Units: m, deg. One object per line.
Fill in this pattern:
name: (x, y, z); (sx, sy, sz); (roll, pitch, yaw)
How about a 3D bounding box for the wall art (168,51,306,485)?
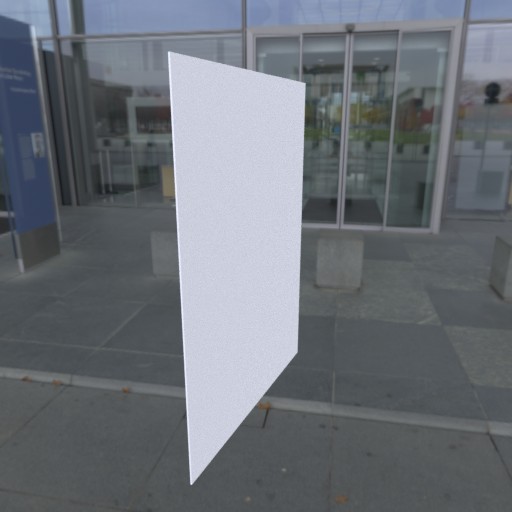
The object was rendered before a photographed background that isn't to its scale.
wall art: (0.000, 0.000, 0.790); (0.003, 0.610, 0.457); (8, 18, 25)
